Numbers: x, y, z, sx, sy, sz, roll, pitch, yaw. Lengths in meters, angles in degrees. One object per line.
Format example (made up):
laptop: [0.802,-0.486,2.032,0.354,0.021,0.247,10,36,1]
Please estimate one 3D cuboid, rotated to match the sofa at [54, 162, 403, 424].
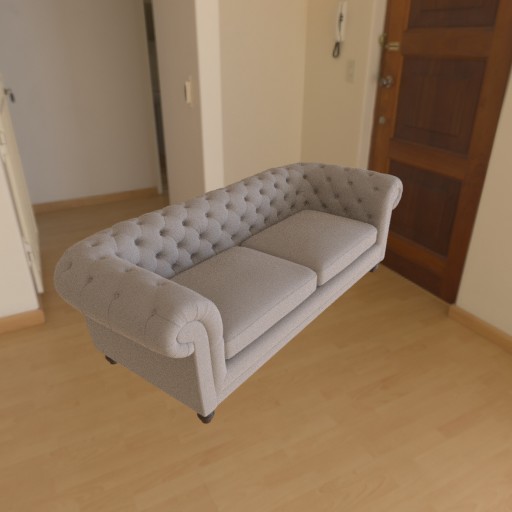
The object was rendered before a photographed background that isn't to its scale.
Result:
sofa: [0.000,0.000,2.832,0.991,0.749,2.411,18,31,33]
